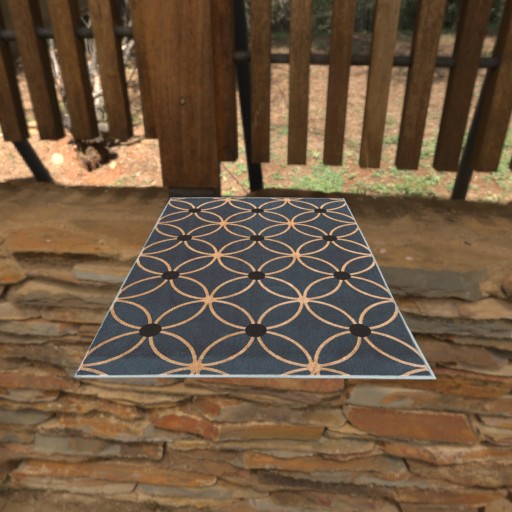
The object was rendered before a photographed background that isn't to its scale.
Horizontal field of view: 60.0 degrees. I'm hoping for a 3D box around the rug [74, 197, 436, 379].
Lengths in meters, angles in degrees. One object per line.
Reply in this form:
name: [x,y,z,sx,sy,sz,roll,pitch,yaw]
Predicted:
rug: [0.000,0.000,2.866,1.522,0.008,2.284,0,26,0]
